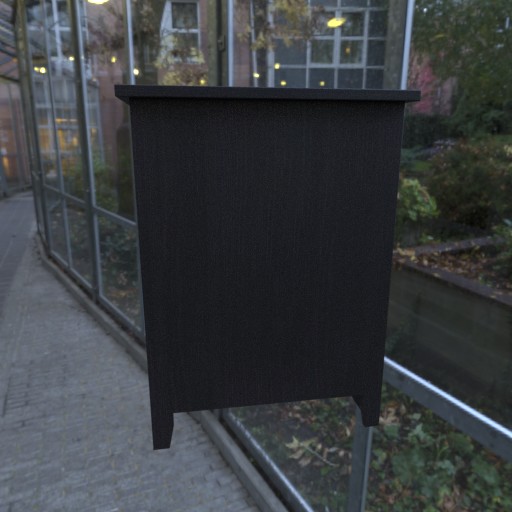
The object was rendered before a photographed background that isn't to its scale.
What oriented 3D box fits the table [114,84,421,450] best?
[{"bbox_3d":[0.000,0.000,0.942,0.480,0.635,0.381,-2,15,-9],"label":"table"}]
